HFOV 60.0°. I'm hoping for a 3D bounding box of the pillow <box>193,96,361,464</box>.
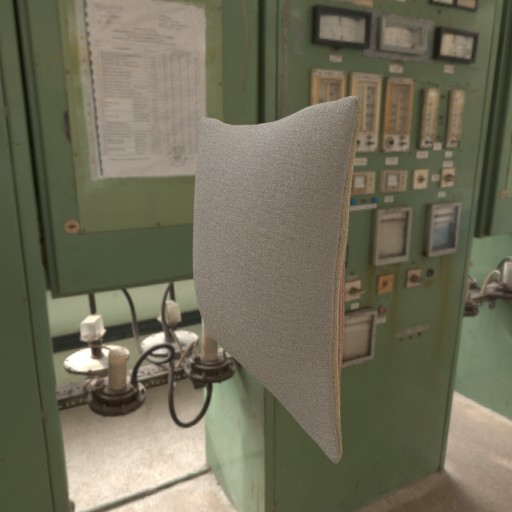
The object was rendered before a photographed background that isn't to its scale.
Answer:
[{"bbox_3d":[0.000,0.000,0.662,0.136,0.419,0.437,-7,16,-26],"label":"pillow"}]
